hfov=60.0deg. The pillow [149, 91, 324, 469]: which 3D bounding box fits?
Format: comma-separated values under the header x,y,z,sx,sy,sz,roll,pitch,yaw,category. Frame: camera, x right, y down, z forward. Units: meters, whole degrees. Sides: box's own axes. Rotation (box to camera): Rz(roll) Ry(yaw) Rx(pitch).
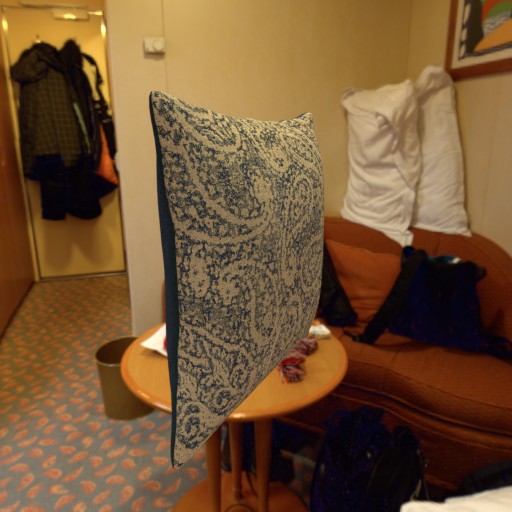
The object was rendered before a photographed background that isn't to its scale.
x,y,z,sx,sy,sz,roll,pitch,yaw,category
0.000,0.000,0.786,0.166,0.510,0.523,7,16,26,pillow
